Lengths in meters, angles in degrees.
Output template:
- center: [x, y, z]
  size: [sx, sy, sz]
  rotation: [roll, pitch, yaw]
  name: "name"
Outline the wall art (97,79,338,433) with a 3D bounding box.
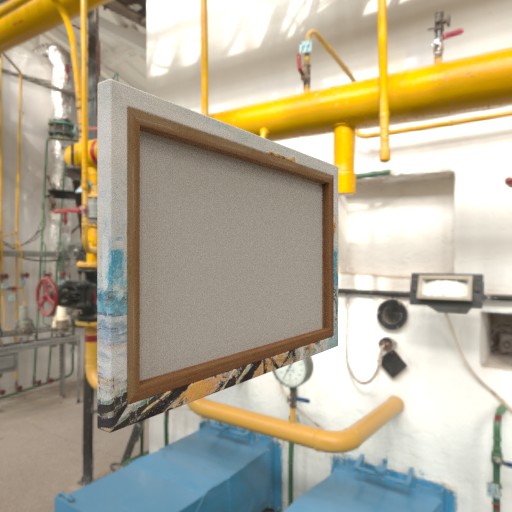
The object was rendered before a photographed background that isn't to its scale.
- center: [0.000, 0.000, 1.141]
  size: [0.038, 0.609, 0.913]
  rotation: [0, 0, 35]
  name: "wall art"
